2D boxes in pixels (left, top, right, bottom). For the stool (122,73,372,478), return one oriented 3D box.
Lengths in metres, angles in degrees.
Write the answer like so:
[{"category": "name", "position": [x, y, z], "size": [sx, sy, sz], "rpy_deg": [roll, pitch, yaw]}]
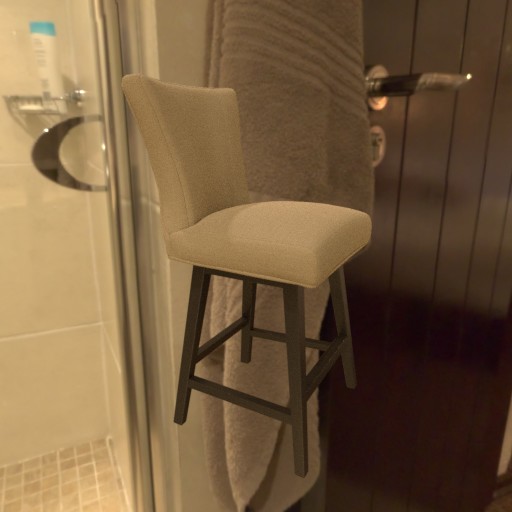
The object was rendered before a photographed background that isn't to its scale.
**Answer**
[{"category": "stool", "position": [0.000, 0.000, 1.335], "size": [0.574, 1.000, 0.514], "rpy_deg": [8, 18, 27]}]
